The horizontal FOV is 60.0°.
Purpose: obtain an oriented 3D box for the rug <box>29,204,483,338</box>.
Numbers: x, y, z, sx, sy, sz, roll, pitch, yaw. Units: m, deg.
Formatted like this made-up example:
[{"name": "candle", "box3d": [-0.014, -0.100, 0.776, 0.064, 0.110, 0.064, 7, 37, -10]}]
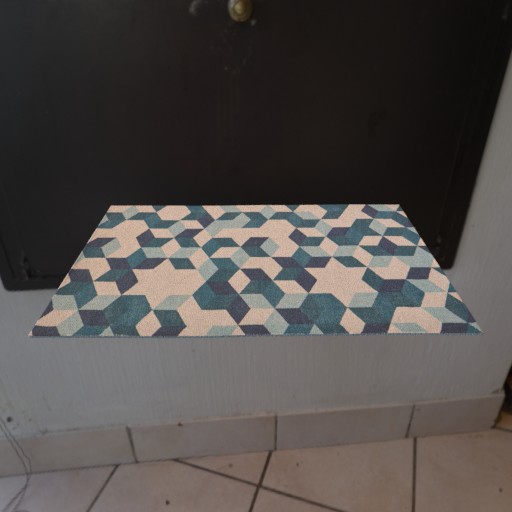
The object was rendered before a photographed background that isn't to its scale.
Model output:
[{"name": "rug", "box3d": [0.000, 0.000, 2.299, 1.829, 0.014, 1.235, 0, 32, 0]}]
